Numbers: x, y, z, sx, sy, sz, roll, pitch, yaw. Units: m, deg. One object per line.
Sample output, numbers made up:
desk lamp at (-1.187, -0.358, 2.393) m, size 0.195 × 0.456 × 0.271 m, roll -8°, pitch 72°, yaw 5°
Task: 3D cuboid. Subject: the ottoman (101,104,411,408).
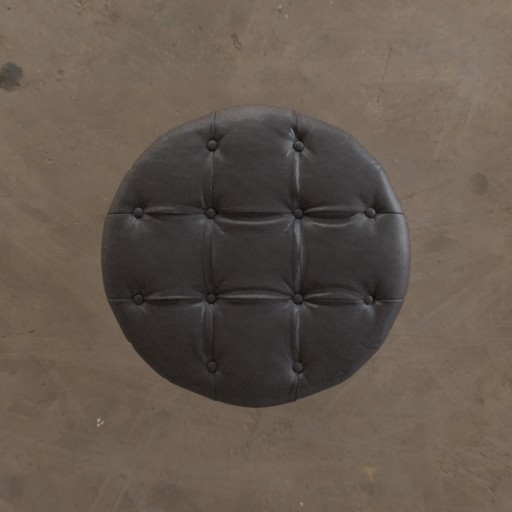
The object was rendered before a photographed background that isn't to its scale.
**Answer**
ottoman at (0.000, 0.000, 1.438) m, size 0.901 × 0.439 × 0.901 m, roll 0°, pitch 91°, yaw 1°
